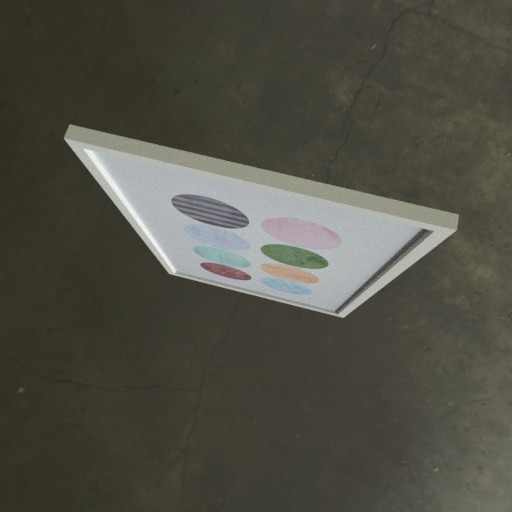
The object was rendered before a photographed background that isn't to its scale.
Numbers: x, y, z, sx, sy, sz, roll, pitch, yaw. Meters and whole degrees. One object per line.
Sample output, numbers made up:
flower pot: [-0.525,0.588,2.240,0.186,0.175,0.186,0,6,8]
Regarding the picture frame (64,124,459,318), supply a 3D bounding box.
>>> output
picture frame: [0.000,0.000,0.543,0.305,0.434,0.013,14,74,4]
